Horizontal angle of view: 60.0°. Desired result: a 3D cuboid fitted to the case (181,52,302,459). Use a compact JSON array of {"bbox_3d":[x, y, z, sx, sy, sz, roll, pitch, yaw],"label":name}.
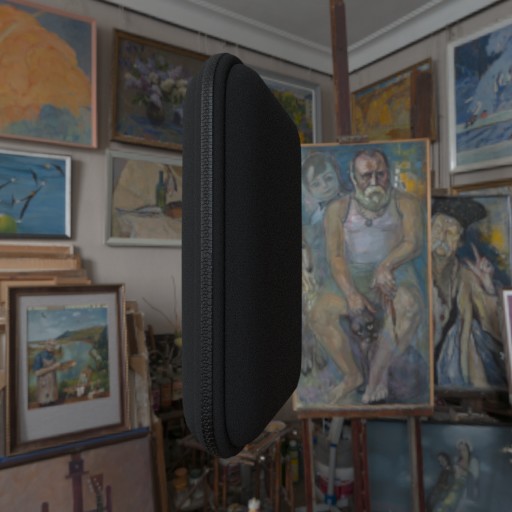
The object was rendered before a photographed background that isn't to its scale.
[{"bbox_3d":[0.000,0.000,0.196,0.030,0.147,0.107,0,-1,18],"label":"case"}]
